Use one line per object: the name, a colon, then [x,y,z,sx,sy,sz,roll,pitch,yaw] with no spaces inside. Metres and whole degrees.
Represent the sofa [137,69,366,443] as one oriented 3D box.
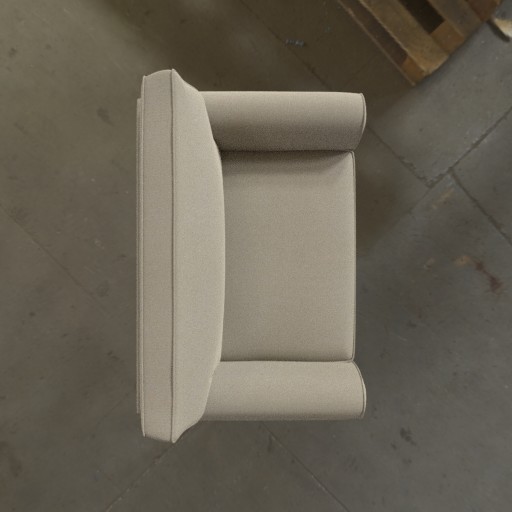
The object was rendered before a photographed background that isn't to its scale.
sofa: [0.000,0.000,2.003,0.937,1.006,1.405,0,90,0]
